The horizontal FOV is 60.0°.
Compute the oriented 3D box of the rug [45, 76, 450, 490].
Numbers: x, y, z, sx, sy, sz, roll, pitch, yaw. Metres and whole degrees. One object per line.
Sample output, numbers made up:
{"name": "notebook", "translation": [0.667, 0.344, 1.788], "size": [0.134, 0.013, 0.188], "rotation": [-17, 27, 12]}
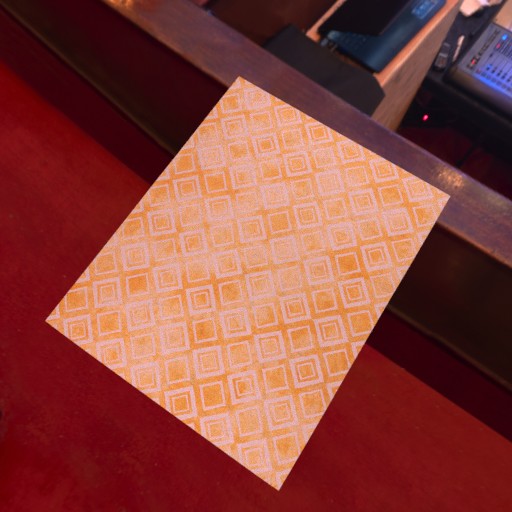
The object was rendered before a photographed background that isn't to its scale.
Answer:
{"name": "rug", "translation": [0.000, 0.000, 4.048], "size": [2.433, 0.011, 3.037], "rotation": [32, 76, 9]}
